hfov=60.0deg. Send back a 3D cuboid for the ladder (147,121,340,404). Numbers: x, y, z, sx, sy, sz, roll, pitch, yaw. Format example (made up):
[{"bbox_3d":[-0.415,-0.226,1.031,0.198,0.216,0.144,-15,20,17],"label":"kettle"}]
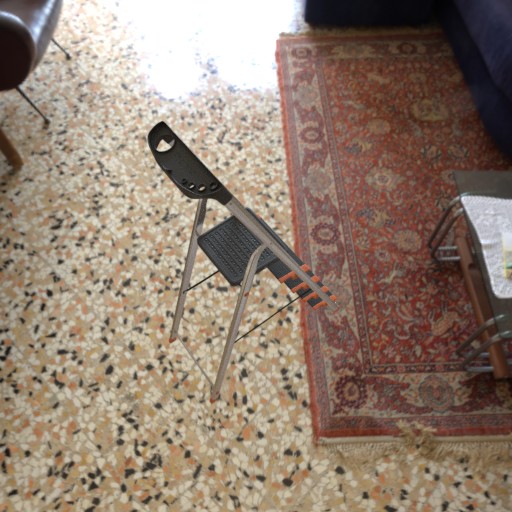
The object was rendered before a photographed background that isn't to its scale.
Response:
[{"bbox_3d":[0.000,0.000,2.089,0.995,1.646,0.480,-33,64,-18],"label":"ladder"}]
